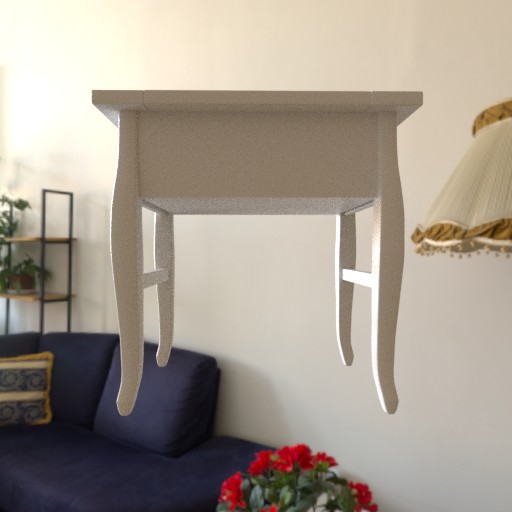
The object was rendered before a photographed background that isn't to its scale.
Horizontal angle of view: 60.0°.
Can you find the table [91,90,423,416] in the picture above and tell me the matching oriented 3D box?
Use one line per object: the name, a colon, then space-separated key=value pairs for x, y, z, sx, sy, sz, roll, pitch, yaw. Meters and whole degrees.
table: x=0.000 y=0.000 z=1.031 sx=0.599 sy=0.605 sz=0.463 roll=0 pitch=0 yaw=-1
